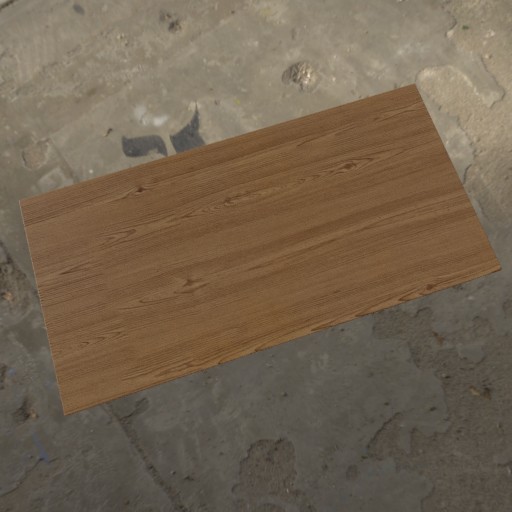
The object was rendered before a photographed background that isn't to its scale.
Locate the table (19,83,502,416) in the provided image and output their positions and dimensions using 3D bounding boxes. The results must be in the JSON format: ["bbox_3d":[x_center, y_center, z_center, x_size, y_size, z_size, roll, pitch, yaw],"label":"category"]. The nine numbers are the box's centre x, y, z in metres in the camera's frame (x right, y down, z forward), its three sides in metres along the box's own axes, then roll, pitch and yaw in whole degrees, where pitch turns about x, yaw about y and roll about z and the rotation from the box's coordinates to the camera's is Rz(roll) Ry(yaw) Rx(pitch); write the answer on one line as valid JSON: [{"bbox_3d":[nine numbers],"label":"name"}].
[{"bbox_3d":[0.000,0.000,2.186,1.797,0.750,0.901,-18,77,-4],"label":"table"}]
